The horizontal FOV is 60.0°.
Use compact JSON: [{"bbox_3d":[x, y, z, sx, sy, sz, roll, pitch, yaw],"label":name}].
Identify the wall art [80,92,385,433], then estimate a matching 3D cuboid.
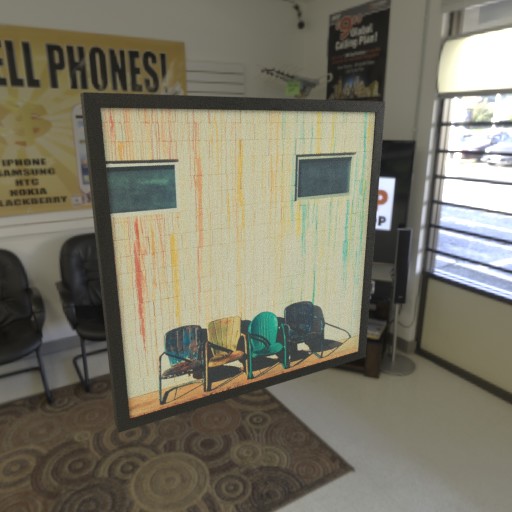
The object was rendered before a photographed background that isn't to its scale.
[{"bbox_3d":[0.000,0.000,1.135,0.763,0.763,0.039,-9,19,-27],"label":"wall art"}]
